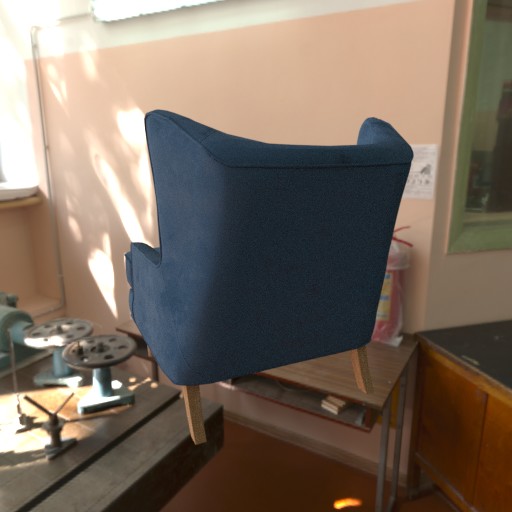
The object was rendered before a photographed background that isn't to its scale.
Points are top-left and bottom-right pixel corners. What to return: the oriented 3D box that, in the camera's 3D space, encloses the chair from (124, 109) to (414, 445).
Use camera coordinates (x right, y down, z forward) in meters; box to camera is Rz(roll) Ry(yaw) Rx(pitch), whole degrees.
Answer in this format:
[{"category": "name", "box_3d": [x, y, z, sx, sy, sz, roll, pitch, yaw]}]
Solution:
[{"category": "chair", "box_3d": [0.000, 0.000, 1.583, 0.793, 0.952, 0.910, -7, 15, -25]}]
